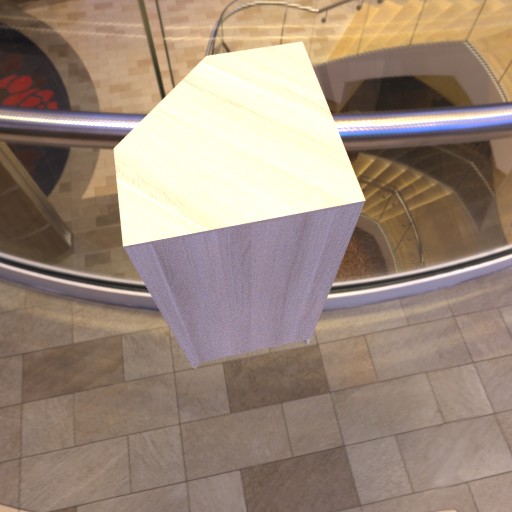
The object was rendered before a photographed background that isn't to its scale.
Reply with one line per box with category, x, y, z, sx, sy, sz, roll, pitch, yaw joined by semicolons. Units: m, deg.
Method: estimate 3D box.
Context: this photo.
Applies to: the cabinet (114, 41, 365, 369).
cabinet;0.000;0.000;2.646;0.969;1.957;1.272;30;67;14
